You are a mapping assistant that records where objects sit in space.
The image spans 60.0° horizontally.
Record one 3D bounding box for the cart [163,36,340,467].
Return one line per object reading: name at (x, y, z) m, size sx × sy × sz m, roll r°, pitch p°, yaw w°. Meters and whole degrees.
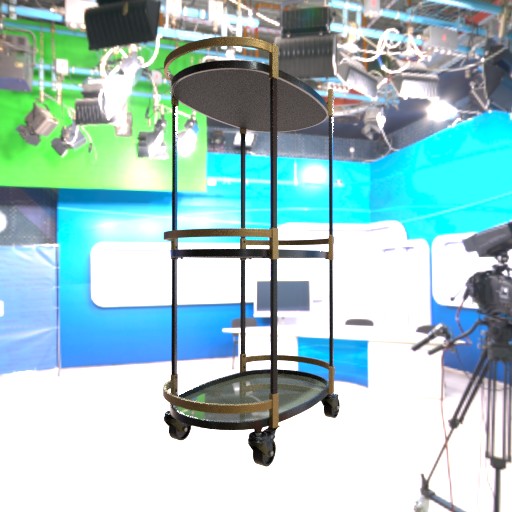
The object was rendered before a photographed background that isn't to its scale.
cart at (0.000, 0.000, 1.131) m, size 0.311 × 0.885 × 0.515 m, roll -1°, pitch -1°, yaw 34°
